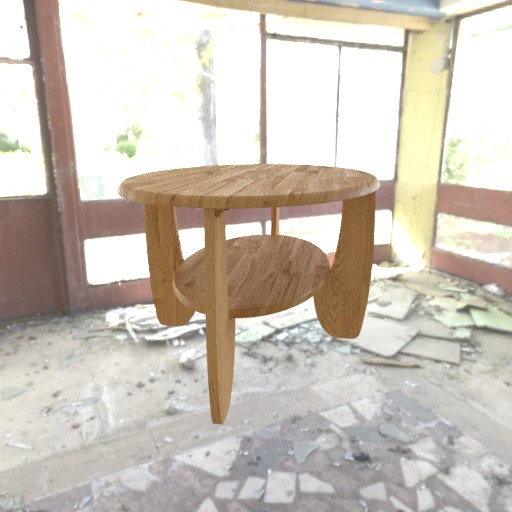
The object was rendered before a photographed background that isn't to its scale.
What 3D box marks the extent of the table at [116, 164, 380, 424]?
[{"bbox_3d":[0.000,0.000,1.342,0.690,0.490,1.040,3,15,9],"label":"table"}]
